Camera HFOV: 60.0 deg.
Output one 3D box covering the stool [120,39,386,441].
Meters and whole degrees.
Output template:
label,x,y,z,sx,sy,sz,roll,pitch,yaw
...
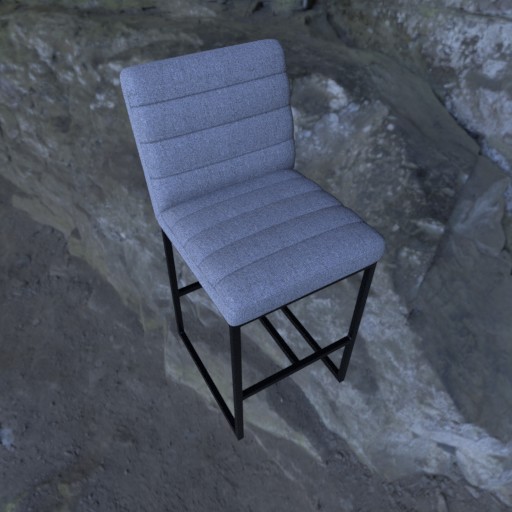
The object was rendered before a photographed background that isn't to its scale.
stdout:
label,x,y,z,sx,sy,sz,roll,pitch,yaw
stool,0.000,0.000,1.330,0.459,1.034,0.571,-22,48,-21
